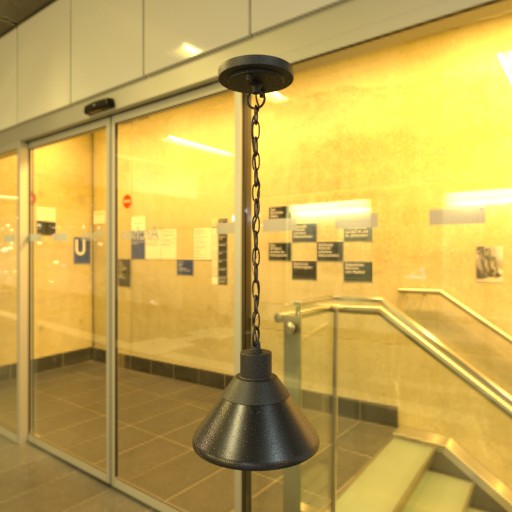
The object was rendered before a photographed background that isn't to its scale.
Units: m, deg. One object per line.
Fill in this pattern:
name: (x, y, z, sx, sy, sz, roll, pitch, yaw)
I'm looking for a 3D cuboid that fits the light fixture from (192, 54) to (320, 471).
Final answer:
light fixture: (0.000, 0.000, 0.706, 0.201, 0.588, 0.201, 0, 0, 18)
